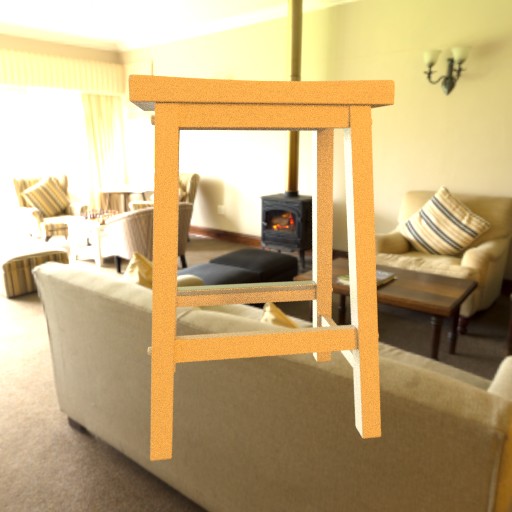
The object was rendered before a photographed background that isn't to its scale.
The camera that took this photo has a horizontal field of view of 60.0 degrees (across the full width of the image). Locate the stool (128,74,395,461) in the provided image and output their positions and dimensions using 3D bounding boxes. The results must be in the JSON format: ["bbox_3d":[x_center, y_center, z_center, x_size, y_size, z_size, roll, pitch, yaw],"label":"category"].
[{"bbox_3d":[0.000,0.000,0.845,0.406,0.610,0.322,-2,15,-9],"label":"stool"}]
